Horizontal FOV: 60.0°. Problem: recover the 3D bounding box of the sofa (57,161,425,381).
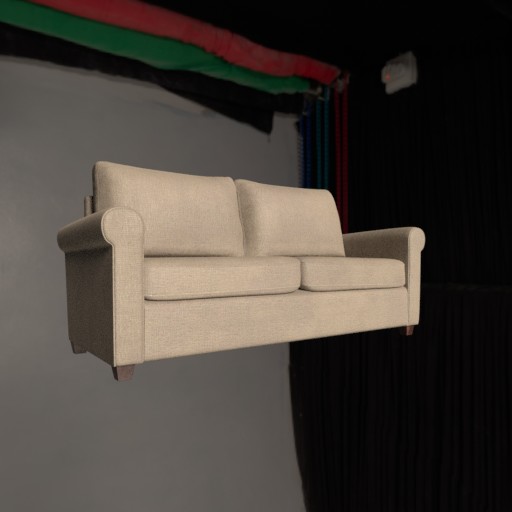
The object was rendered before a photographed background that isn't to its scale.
[{"bbox_3d":[0.000,0.000,2.460,1.935,0.942,0.842,0,-1,-36],"label":"sofa"}]
